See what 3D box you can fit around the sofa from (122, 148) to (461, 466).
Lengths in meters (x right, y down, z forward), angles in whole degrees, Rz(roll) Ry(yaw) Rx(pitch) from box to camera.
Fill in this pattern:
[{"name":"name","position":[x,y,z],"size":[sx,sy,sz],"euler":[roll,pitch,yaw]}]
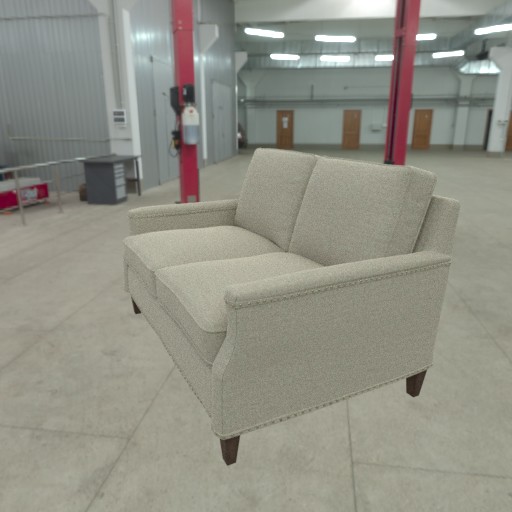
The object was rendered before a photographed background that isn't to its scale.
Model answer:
[{"name":"sofa","position":[0.000,0.000,2.256],"size":[1.084,1.003,1.597],"euler":[-8,19,-26]}]
